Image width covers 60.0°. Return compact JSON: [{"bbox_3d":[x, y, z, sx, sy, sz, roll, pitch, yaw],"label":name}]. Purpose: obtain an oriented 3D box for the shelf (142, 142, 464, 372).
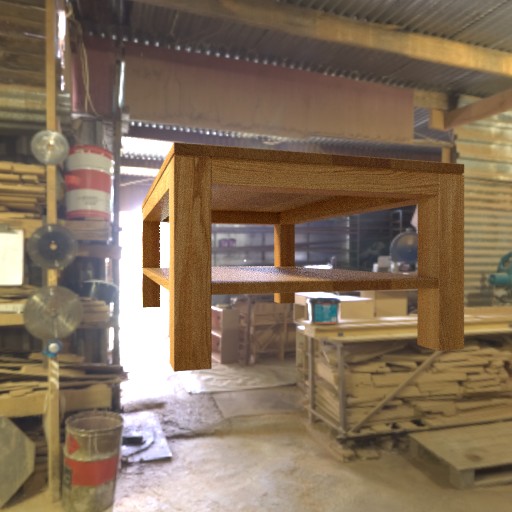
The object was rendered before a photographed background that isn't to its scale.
[{"bbox_3d":[0.000,0.000,1.520,0.700,0.450,1.150,0,0,-18],"label":"shelf"}]
